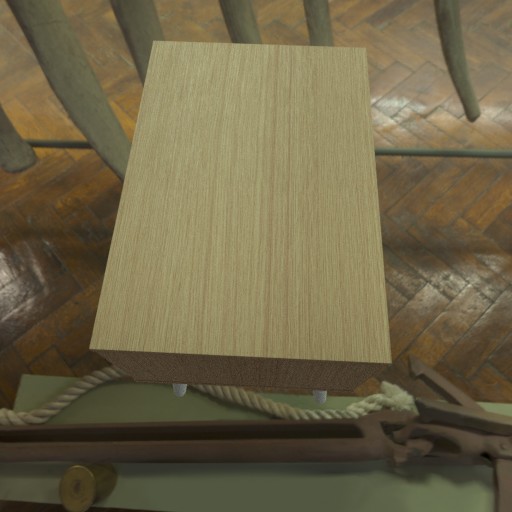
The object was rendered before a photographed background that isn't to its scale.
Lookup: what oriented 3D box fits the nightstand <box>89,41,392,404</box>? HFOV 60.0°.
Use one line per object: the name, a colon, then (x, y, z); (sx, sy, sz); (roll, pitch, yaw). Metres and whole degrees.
nightstand: (0.000, 0.000, 0.967); (0.407, 0.610, 0.571); (2, 65, 1)
